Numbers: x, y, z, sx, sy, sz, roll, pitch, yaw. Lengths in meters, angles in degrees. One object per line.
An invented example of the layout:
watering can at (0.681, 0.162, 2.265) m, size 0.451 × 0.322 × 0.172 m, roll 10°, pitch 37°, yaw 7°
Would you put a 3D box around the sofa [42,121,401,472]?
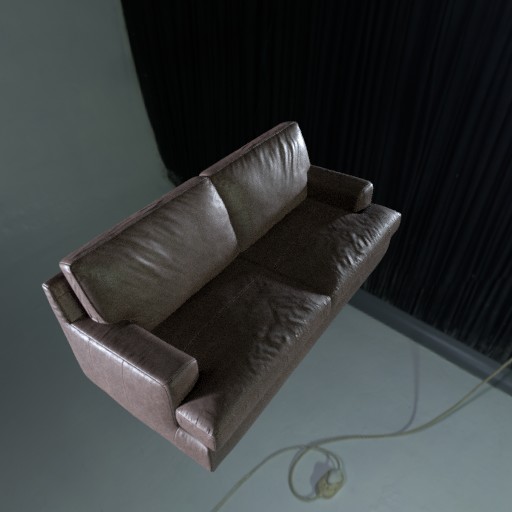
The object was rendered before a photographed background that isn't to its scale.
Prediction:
sofa at (0.000, 0.000, 2.852) m, size 1.143 × 0.941 × 2.261 m, roll 25°, pitch 47°, yaw 27°
